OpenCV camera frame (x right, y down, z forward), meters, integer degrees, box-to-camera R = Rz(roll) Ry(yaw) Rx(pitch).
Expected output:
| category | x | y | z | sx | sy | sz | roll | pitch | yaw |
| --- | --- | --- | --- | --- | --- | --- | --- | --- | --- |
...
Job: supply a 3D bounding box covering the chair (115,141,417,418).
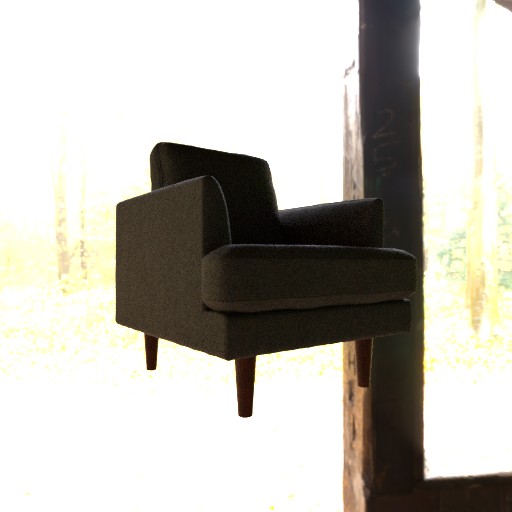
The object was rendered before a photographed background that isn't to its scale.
| category | x | y | z | sx | sy | sz | roll | pitch | yaw |
| --- | --- | --- | --- | --- | --- | --- | --- | --- | --- |
| chair | 0.000 | 0.000 | 1.730 | 0.858 | 0.957 | 0.899 | 0 | -1 | -36 |
